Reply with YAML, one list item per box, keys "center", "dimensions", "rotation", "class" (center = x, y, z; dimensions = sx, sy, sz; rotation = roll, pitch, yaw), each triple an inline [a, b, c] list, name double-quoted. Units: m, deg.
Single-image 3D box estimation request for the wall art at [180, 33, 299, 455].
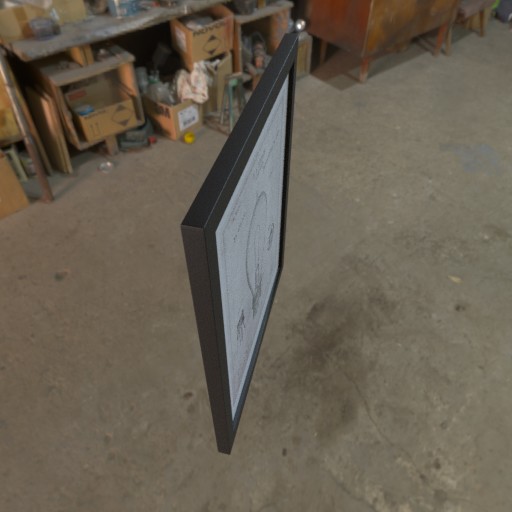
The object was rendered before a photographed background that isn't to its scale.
- center: [0.000, 0.000, 0.691]
  dimensions: [0.021, 0.509, 0.430]
  rotation: [10, 47, 10]
  class: "wall art"
